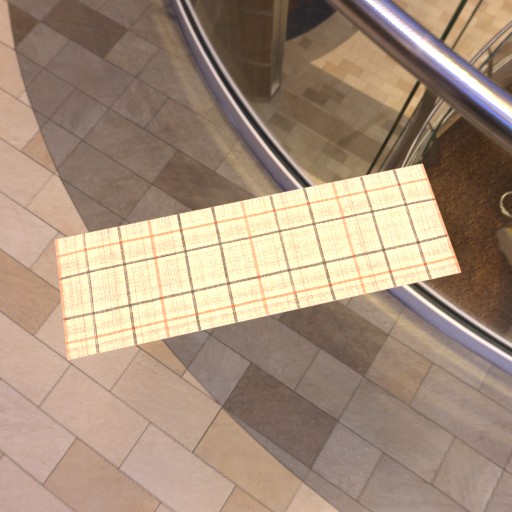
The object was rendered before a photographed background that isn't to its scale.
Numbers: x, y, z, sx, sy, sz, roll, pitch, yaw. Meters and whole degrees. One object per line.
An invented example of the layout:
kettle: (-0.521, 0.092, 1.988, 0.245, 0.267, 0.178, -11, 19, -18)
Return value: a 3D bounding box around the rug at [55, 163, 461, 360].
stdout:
rug: (0.000, 0.000, 2.778, 2.439, 0.008, 0.762, -12, 75, -3)
